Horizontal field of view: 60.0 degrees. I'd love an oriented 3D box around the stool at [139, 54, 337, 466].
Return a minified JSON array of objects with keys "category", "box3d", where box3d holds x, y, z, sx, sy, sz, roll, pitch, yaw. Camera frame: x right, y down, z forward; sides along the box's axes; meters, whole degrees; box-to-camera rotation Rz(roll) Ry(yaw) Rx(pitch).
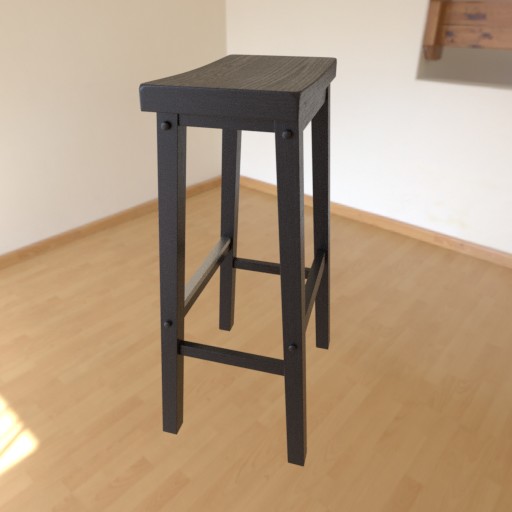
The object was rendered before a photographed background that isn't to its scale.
[{"category":"stool","box3d":[0.000,0.000,0.944,0.322,0.742,0.406,8,31,14]}]
